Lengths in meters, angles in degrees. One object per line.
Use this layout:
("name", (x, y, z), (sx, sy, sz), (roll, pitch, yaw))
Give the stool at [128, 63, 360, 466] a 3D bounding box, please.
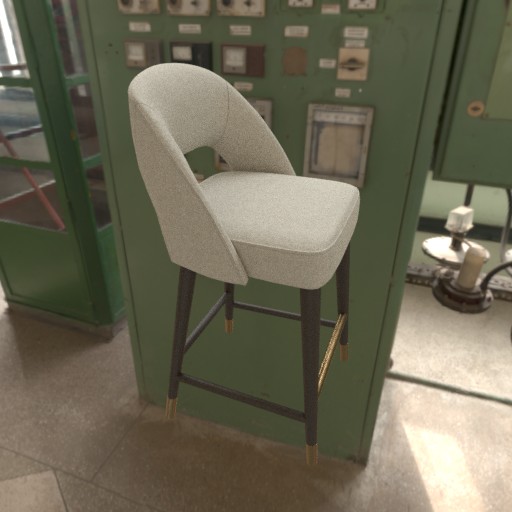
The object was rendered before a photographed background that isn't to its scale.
("stool", (0.000, 0.000, 1.200), (0.509, 0.940, 0.494), (11, 31, 18))
